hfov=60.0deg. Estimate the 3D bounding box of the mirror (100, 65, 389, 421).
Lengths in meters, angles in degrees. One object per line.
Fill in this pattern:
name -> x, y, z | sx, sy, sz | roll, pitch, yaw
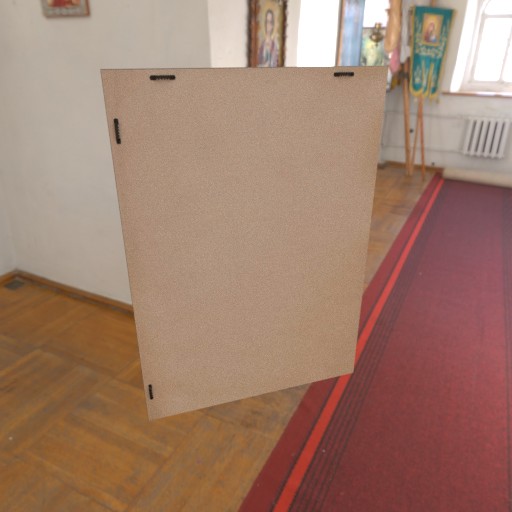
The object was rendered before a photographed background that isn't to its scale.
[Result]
mirror -> 0.000, 0.000, 0.907 | 0.507, 0.710, 0.040 | -8, 26, -17
